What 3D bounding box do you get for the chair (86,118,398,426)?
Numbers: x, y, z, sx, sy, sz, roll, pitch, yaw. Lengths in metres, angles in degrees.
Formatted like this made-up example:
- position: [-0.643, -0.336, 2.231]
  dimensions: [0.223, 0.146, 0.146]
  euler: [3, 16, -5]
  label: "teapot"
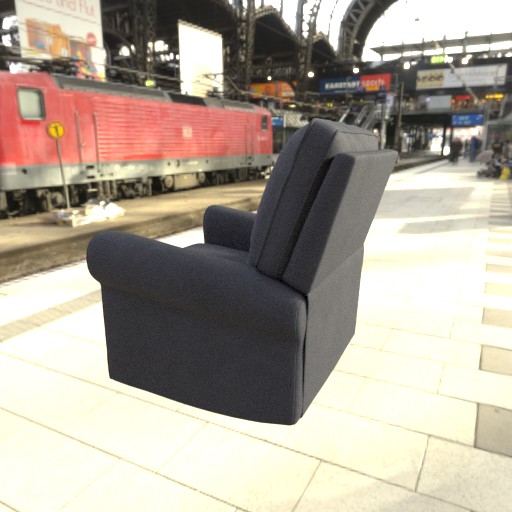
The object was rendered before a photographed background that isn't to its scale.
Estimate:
- position: [0.000, 0.000, 1.674]
  dimensions: [0.878, 0.961, 0.890]
  euler: [7, 16, 25]
  label: "chair"
